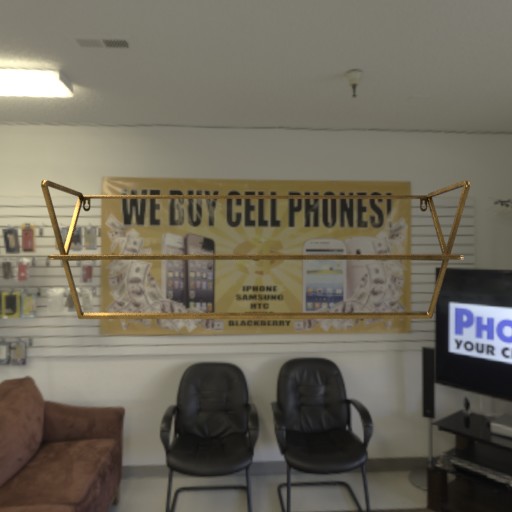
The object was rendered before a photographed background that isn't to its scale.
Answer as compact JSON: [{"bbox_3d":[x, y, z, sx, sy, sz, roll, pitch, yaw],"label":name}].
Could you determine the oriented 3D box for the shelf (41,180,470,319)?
[{"bbox_3d":[0.000,0.000,0.740,0.645,0.229,0.150,0,0,0],"label":"shelf"}]
